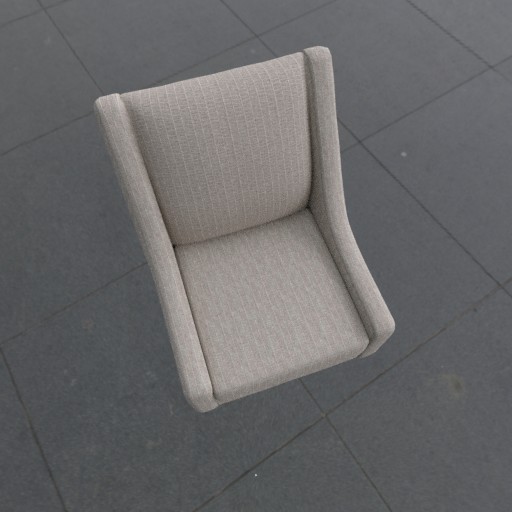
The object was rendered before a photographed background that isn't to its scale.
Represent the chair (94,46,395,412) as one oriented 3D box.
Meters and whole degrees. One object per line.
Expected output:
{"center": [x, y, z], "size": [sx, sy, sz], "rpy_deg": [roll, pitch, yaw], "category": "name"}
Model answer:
{"center": [0.000, 0.000, 1.635], "size": [0.774, 1.014, 0.870], "rpy_deg": [-17, 65, -8], "category": "chair"}
